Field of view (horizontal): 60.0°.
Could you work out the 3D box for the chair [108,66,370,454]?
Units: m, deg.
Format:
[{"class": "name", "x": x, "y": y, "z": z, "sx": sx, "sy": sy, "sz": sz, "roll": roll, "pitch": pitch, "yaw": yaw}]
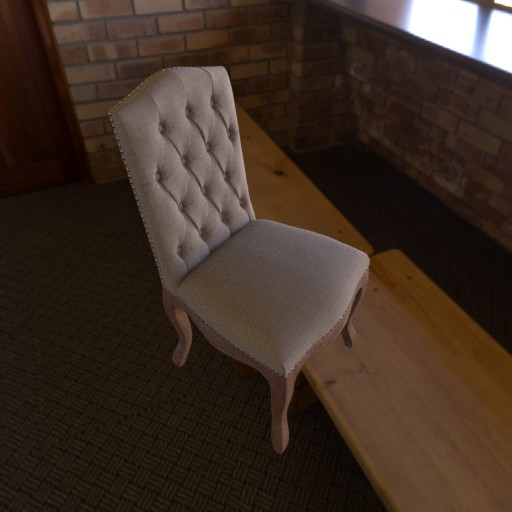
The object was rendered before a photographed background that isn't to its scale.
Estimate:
[{"class": "chair", "x": 0.000, "y": 0.000, "z": 1.608, "sx": 0.731, "sy": 1.191, "sz": 0.637, "roll": 24, "pitch": 47, "yaw": 26}]
